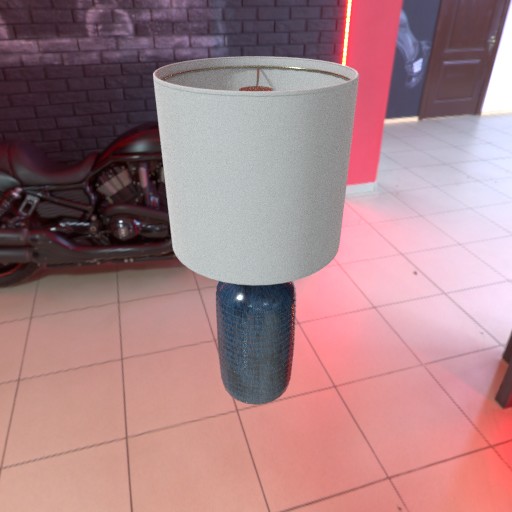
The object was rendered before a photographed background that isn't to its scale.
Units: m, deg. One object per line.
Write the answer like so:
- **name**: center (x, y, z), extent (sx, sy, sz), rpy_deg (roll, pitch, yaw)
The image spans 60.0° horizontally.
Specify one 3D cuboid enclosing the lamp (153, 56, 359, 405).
- **lamp**: center (0.000, 0.000, 0.608), extent (0.220, 0.475, 0.220), rpy_deg (8, 33, 13)
